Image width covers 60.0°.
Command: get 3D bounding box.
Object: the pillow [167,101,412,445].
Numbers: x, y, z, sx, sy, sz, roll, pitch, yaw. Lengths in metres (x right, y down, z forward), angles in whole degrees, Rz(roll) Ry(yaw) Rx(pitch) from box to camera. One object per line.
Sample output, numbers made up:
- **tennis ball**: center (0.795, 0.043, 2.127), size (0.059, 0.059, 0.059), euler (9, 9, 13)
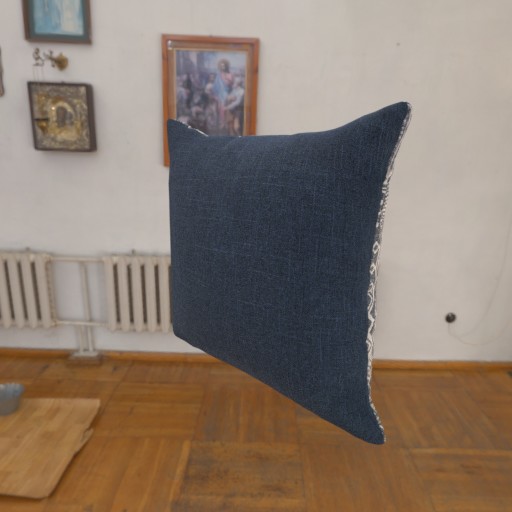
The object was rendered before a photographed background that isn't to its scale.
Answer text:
- **pillow**: center (0.000, 0.000, 0.783), size (0.180, 0.487, 0.546), euler (-13, 19, -42)
